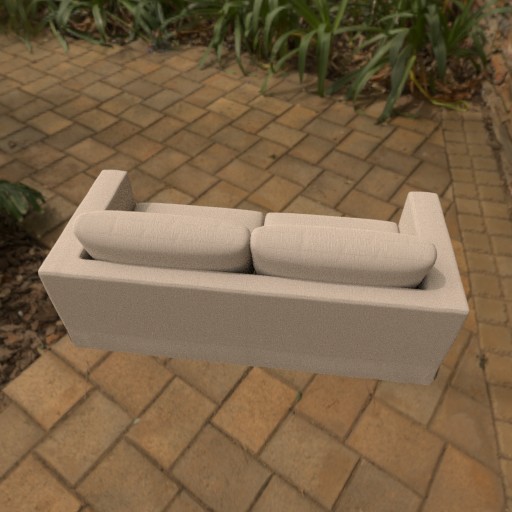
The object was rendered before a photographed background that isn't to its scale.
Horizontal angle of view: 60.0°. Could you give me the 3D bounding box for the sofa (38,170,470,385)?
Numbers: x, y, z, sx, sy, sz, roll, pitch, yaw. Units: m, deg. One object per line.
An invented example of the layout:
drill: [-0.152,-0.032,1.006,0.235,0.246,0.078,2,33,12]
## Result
sofa: [0.000,0.000,2.629,2.163,0.881,0.954,5,45,5]
